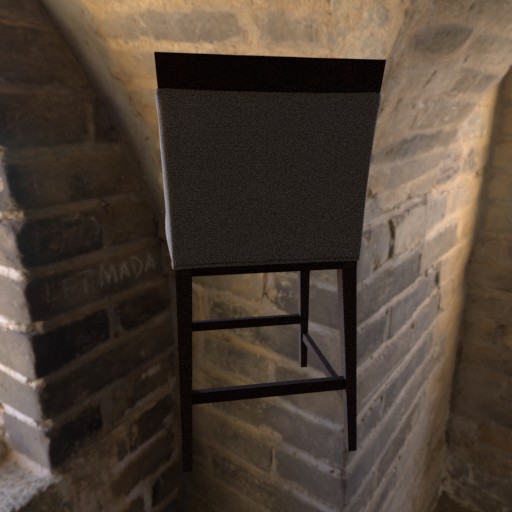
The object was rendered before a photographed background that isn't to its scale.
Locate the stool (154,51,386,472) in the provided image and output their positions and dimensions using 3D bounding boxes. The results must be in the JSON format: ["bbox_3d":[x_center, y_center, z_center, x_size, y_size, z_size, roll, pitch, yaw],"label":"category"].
[{"bbox_3d":[0.000,0.000,1.292,0.512,1.009,0.531,-3,15,-10],"label":"stool"}]
